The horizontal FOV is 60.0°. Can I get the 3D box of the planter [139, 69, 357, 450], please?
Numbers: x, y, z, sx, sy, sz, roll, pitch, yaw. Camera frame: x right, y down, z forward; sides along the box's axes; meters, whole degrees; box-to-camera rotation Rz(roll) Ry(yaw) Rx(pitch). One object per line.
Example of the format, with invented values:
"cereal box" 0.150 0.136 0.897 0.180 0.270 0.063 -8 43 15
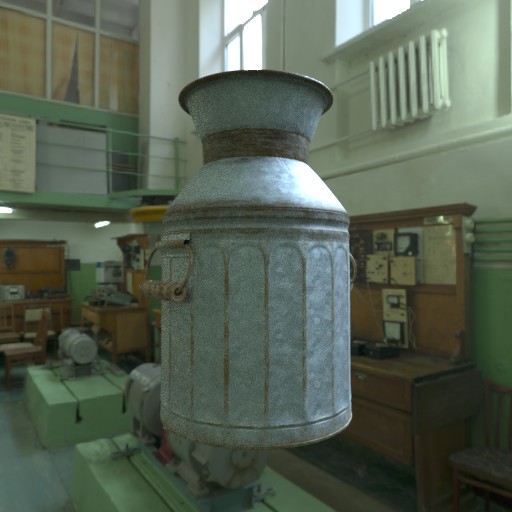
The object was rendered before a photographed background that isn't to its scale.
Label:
"planter" 0.000 0.000 0.510 0.248 0.358 0.215 1 -1 -35
